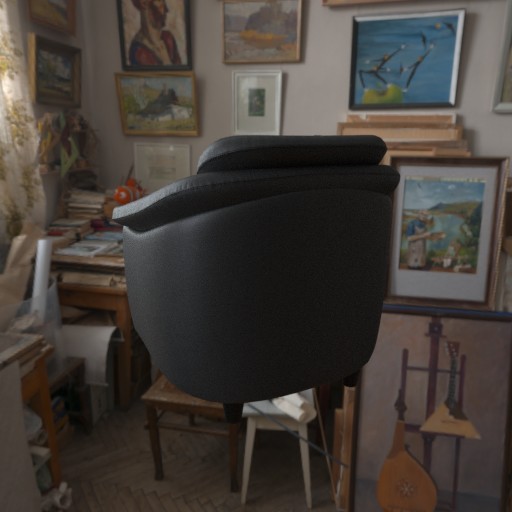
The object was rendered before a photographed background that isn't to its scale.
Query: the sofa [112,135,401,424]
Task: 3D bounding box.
[{"bbox_3d":[0.000,0.000,1.534,0.870,0.811,0.794,-8,17,-26],"label":"sofa"}]
